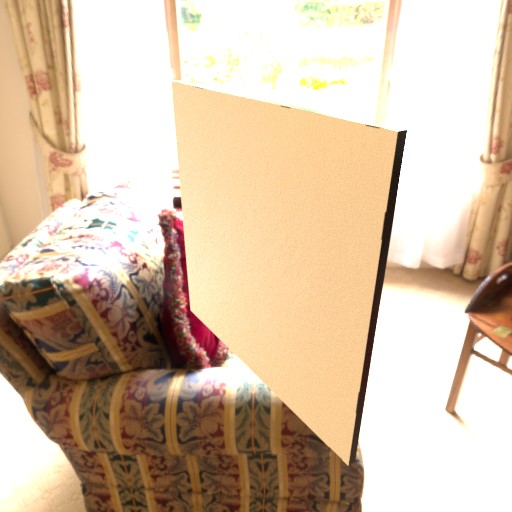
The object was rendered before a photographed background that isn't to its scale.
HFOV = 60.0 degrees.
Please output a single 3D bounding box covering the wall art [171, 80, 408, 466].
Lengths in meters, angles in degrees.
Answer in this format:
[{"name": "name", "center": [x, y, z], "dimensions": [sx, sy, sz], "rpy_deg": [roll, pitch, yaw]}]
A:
[{"name": "wall art", "center": [0.000, 0.000, 0.655], "dimensions": [0.014, 0.445, 0.446], "rpy_deg": [-19, 33, -31]}]
